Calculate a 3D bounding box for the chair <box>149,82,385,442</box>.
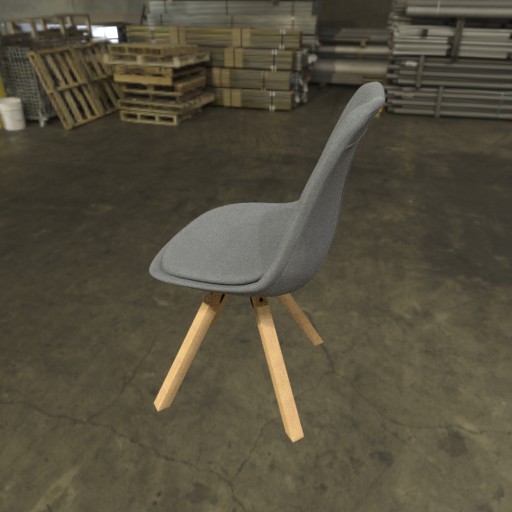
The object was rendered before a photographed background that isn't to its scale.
[{"bbox_3d":[0.000,0.000,1.184,0.549,0.863,0.474,8,32,14],"label":"chair"}]
